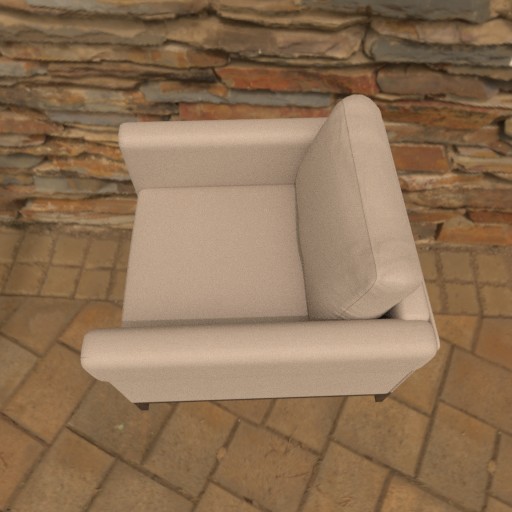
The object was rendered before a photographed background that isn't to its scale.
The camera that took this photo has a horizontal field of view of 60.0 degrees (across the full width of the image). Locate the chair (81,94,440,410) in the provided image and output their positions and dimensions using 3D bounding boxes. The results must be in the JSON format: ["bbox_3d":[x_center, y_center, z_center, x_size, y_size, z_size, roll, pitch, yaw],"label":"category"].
[{"bbox_3d":[0.000,0.000,1.589,0.959,0.838,0.914,-2,59,-1],"label":"chair"}]
